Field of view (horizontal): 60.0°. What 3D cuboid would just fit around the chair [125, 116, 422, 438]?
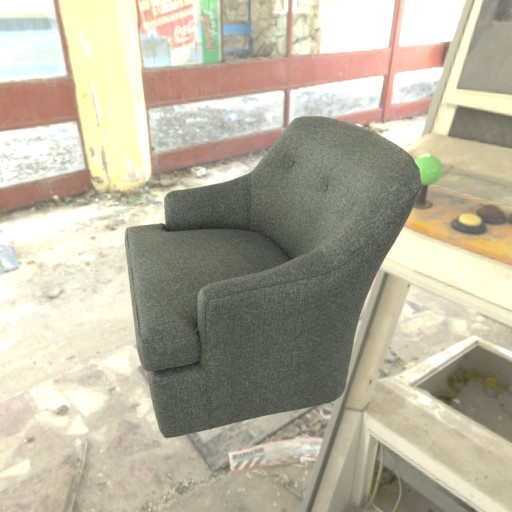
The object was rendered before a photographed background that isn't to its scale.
[{"bbox_3d":[0.000,0.000,1.639,0.923,0.856,0.864,-9,31,-15],"label":"chair"}]
